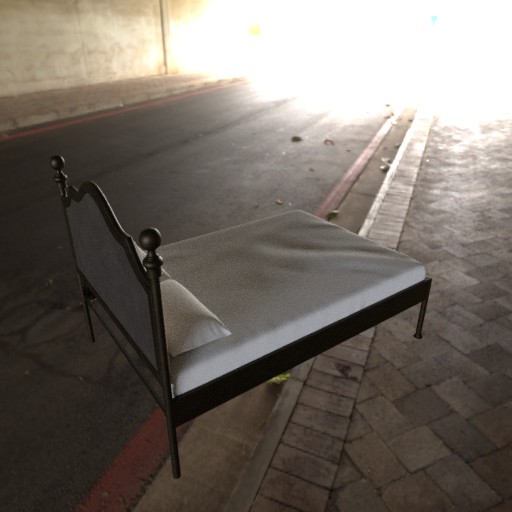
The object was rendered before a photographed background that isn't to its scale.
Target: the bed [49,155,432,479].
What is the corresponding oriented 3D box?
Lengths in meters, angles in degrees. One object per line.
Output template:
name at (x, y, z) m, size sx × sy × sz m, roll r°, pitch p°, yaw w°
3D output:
bed at (0.000, 0.000, 3.145) m, size 2.170 × 1.462 × 1.533 m, roll -18°, pitch 32°, yaw -31°
